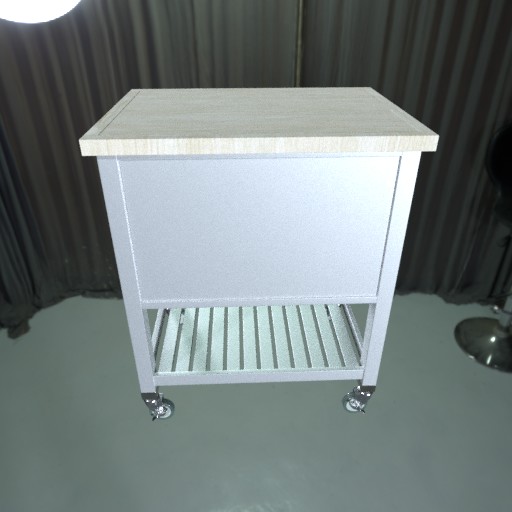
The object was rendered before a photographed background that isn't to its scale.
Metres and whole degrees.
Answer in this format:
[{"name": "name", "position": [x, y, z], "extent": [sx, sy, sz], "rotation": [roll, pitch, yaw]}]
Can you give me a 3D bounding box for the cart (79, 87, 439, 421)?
[{"name": "cart", "position": [0.000, 0.000, 1.409], "extent": [0.762, 0.914, 0.559], "rotation": [-1, 31, -2]}]
